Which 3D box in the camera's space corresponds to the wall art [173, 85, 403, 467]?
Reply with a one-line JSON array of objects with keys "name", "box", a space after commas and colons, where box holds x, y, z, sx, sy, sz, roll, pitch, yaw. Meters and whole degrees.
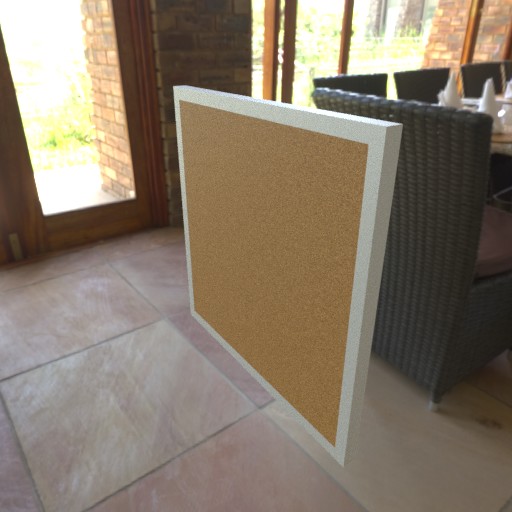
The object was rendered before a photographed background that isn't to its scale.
[{"name": "wall art", "box": [0.000, 0.000, 1.139, 0.038, 0.762, 0.762, -17, 31, -31]}]
